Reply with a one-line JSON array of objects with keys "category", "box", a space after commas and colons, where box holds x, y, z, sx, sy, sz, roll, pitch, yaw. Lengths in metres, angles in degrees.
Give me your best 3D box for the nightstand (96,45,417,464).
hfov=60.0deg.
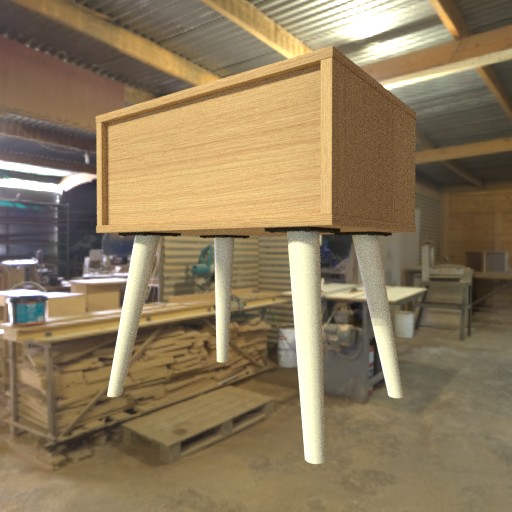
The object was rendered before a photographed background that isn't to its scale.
[{"category": "nightstand", "box": [0.000, 0.000, 0.967, 0.571, 0.610, 0.407, 1, 1, 37]}]
